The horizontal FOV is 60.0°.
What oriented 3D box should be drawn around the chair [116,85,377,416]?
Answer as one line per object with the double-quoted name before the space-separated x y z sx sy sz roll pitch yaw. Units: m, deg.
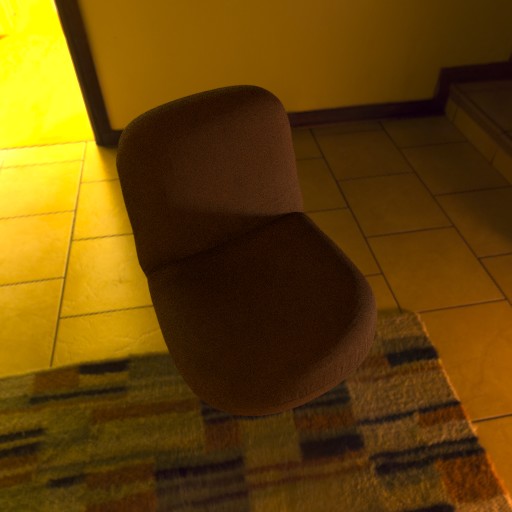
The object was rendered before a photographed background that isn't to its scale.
"chair" 0.000 0.000 1.039 0.521 0.594 0.597 -23 50 -20
